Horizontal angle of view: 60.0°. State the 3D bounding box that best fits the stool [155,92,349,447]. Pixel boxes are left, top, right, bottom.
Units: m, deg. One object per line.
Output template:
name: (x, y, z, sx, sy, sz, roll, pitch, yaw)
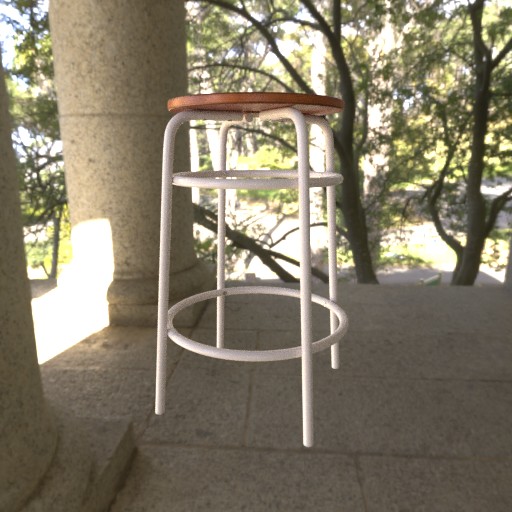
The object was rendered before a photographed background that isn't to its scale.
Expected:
stool: (0.000, 0.000, 0.927, 0.455, 0.610, 0.455, -7, 15, -25)
